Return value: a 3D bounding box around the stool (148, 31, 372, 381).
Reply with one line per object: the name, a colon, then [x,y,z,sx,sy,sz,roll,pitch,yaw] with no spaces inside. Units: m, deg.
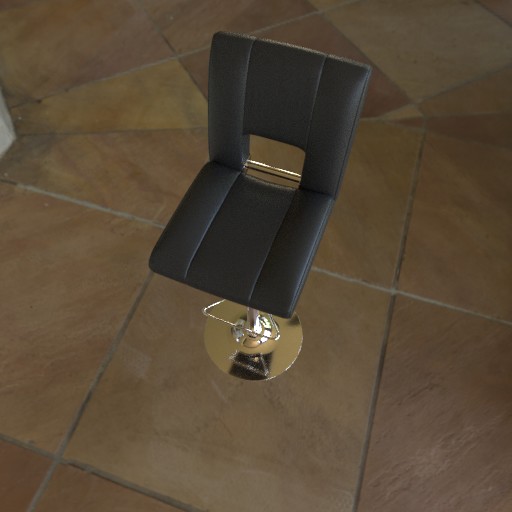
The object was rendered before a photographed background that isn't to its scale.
stool: [0.000,0.000,1.399,0.415,1.151,0.520,18,60,11]
